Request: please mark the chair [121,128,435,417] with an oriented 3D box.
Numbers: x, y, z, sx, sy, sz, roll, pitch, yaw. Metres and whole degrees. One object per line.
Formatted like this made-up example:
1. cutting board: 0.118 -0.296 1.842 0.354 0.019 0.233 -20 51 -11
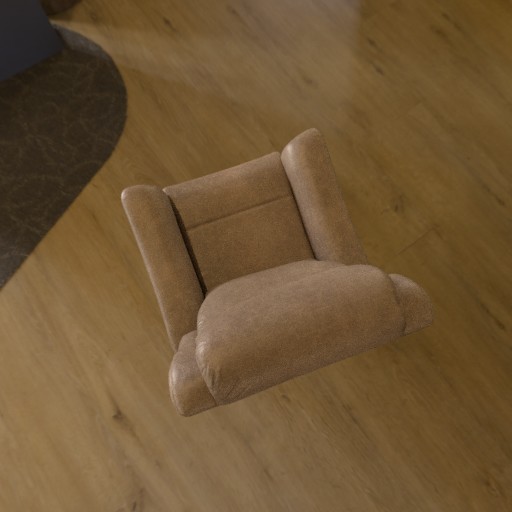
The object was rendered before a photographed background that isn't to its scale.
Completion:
1. chair: 0.000 0.000 1.942 0.965 1.116 1.068 -19 75 -5
